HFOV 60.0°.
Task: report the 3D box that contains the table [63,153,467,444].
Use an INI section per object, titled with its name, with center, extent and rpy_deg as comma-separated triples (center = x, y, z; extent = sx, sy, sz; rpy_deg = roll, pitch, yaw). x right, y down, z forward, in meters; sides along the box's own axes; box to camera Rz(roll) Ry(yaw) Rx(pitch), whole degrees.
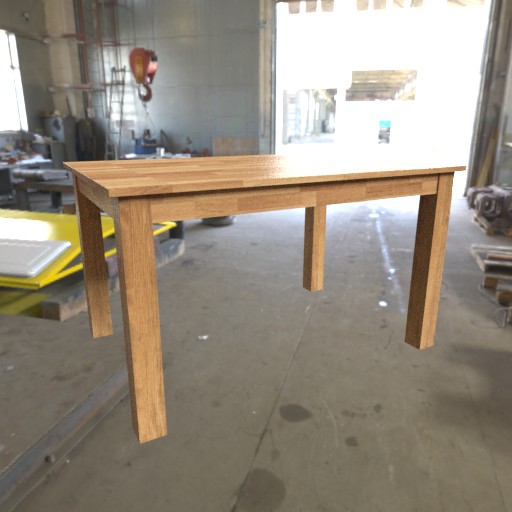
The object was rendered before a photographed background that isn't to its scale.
[table]
center = 0.000, 0.000, 1.837
extent = 1.300, 0.750, 0.900
rpy_deg = -9, 19, -28
